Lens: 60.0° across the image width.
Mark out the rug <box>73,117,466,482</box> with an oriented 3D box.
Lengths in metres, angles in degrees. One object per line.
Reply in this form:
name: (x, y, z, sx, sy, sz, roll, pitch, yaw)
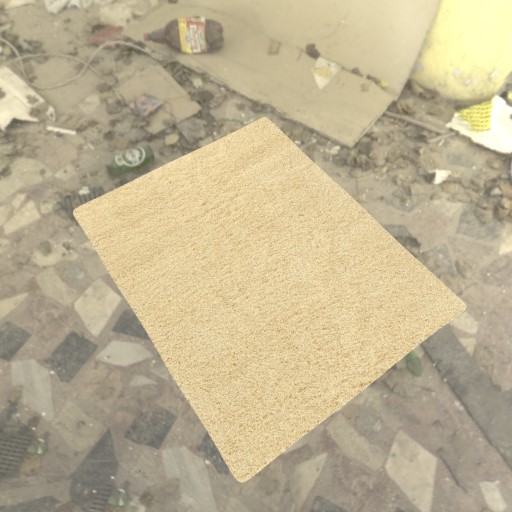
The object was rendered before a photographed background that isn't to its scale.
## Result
rug: (0.000, 0.000, 4.140, 2.401, 0.025, 3.001, -31, 63, -18)
